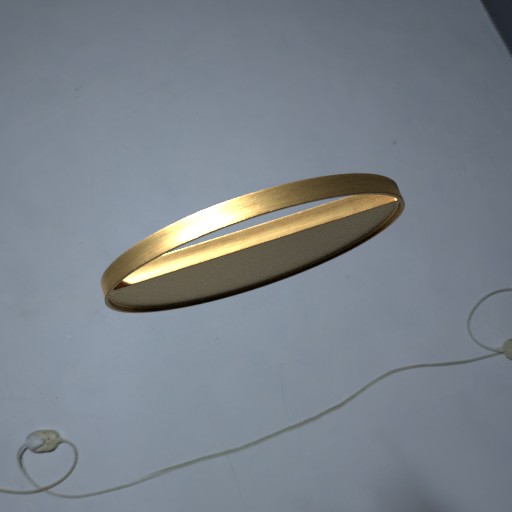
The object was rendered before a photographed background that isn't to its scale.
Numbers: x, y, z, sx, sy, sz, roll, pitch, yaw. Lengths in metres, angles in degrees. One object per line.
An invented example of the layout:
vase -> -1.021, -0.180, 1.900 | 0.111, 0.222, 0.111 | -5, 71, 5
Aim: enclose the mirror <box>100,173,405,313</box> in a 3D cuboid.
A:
mirror -> 0.000, 0.000, 0.842 | 0.565, 0.565, 0.032 | -18, 77, -4
